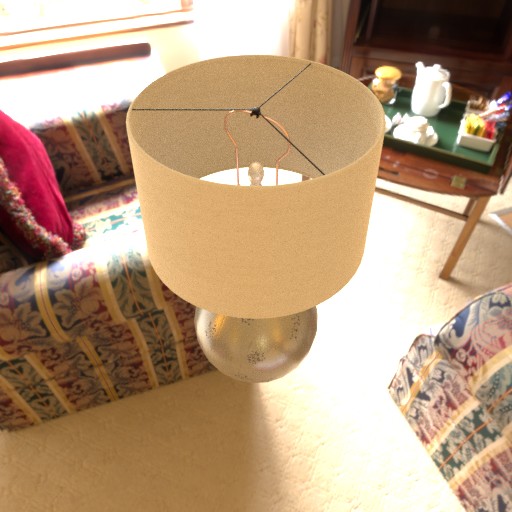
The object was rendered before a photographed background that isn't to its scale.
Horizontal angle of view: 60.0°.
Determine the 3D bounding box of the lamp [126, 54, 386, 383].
[{"bbox_3d":[0.000,0.000,0.723,0.330,0.521,0.330,0,47,0],"label":"lamp"}]
